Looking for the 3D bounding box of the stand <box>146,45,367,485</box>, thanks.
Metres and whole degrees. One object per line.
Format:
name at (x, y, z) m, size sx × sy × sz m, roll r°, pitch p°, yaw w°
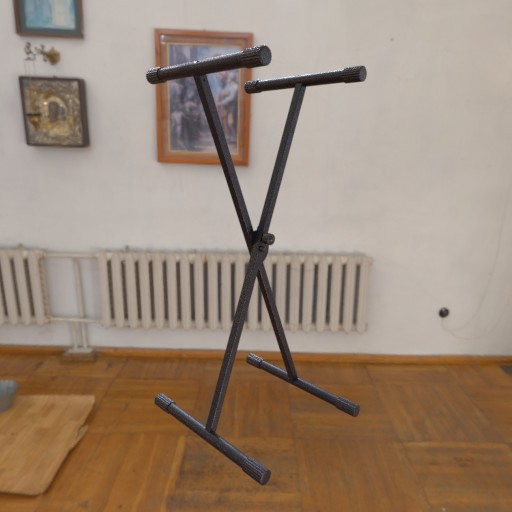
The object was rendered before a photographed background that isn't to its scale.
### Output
stand at (0.000, 0.000, 1.187) m, size 0.409 × 0.940 × 0.449 m, roll -14°, pitch 20°, yaw -42°
